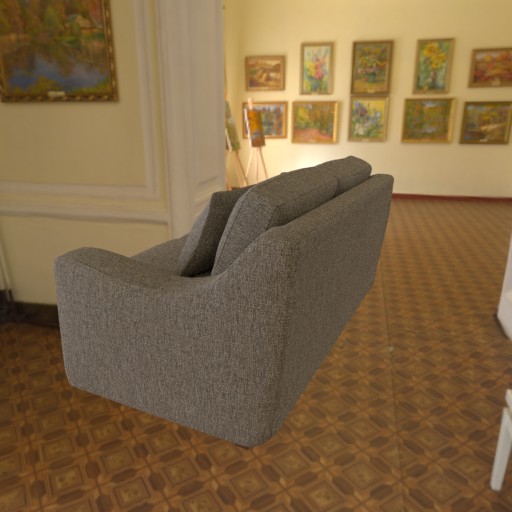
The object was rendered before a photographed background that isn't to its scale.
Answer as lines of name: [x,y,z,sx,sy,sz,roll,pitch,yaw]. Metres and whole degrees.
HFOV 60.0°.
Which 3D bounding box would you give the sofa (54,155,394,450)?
sofa: [0.000,0.000,2.388,1.120,0.991,1.778,9,20,25]
